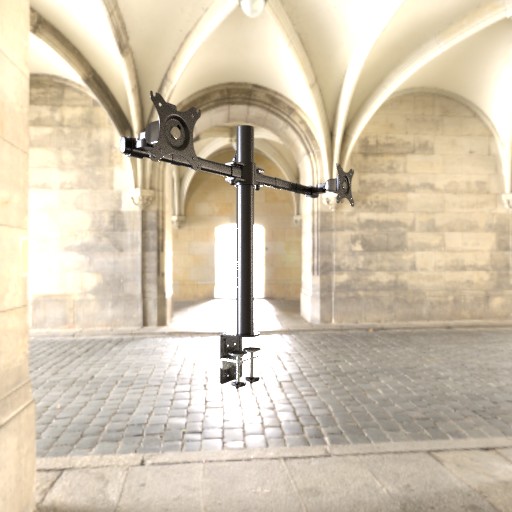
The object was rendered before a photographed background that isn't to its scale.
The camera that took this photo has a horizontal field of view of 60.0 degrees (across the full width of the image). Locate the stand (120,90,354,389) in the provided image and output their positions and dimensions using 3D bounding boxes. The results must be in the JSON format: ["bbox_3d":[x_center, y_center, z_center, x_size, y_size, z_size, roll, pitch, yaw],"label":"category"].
[{"bbox_3d":[0.000,0.000,1.019,0.150,0.603,0.743,0,-1,37],"label":"stand"}]
